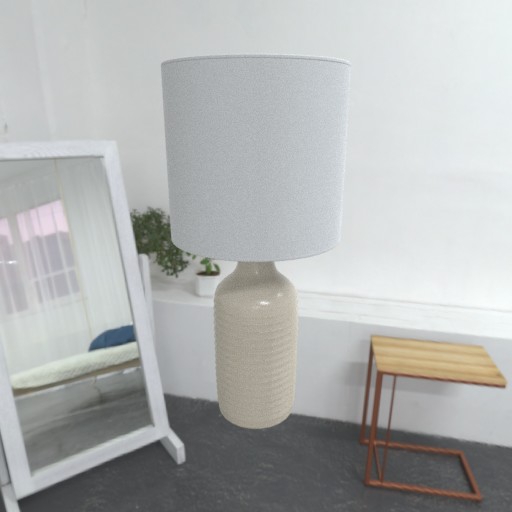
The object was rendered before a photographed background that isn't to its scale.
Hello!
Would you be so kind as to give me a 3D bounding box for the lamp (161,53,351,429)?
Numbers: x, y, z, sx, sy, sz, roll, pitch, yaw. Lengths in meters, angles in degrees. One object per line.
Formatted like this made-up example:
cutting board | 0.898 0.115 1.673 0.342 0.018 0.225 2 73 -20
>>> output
lamp | 0.000 0.000 0.598 0.220 0.475 0.220 -2 18 -8
